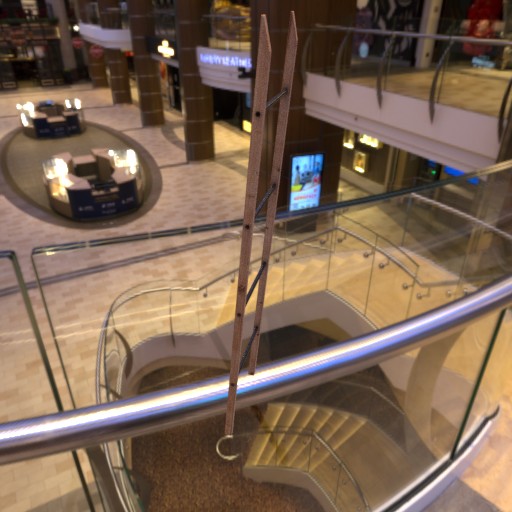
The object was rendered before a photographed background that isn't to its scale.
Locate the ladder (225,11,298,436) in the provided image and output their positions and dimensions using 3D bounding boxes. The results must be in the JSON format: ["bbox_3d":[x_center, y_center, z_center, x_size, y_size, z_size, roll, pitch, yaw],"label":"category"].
[{"bbox_3d":[0.000,0.000,1.875,0.200,1.805,0.442,8,31,13],"label":"ladder"}]
